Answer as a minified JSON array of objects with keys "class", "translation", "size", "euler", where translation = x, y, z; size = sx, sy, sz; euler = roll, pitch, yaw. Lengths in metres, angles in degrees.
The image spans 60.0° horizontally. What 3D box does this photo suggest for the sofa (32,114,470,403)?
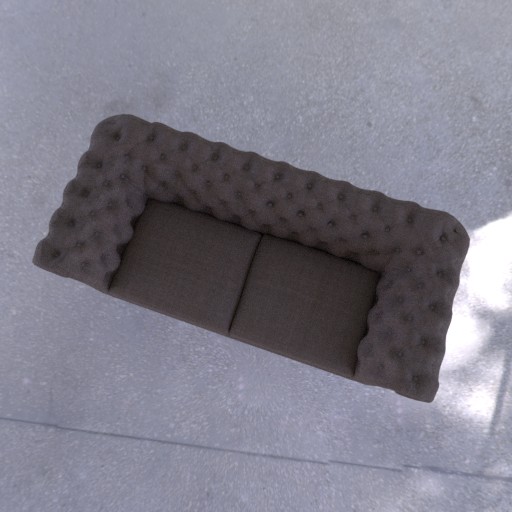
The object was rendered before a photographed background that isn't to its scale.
[{"class":"sofa","translation":[0.000,0.000,2.485],"size":[2.048,0.780,0.944],"euler":[18,76,5]}]
